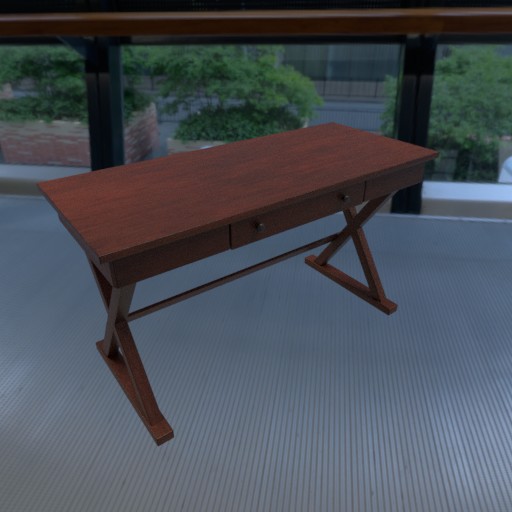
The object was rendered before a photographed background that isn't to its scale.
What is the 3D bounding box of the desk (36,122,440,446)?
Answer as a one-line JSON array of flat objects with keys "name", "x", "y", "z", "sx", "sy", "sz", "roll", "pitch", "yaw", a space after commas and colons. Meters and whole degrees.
[{"name": "desk", "x": 0.000, "y": 0.000, "z": 1.806, "sx": 1.372, "sy": 0.761, "sz": 0.600, "roll": -21, "pitch": 36, "yaw": -31}]
